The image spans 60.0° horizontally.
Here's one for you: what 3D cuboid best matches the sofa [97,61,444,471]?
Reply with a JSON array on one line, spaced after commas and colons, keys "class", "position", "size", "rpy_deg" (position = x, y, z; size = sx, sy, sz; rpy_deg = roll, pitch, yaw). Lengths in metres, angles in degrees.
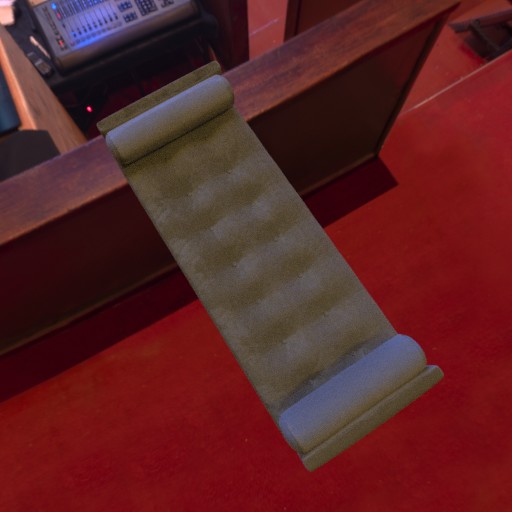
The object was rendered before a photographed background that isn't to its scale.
[{"class": "sofa", "position": [0.000, 0.000, 2.526], "size": [0.796, 0.705, 2.102], "rpy_deg": [-32, 77, -8]}]
